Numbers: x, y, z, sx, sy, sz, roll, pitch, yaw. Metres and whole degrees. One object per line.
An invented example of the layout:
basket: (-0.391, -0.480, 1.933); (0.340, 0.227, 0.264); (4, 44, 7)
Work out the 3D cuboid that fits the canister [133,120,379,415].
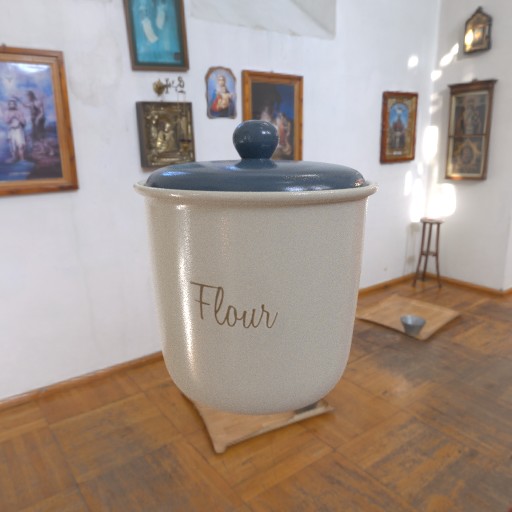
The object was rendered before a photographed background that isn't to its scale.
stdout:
canister: (0.000, 0.000, 0.354); (0.182, 0.208, 0.182); (0, 14, 0)
